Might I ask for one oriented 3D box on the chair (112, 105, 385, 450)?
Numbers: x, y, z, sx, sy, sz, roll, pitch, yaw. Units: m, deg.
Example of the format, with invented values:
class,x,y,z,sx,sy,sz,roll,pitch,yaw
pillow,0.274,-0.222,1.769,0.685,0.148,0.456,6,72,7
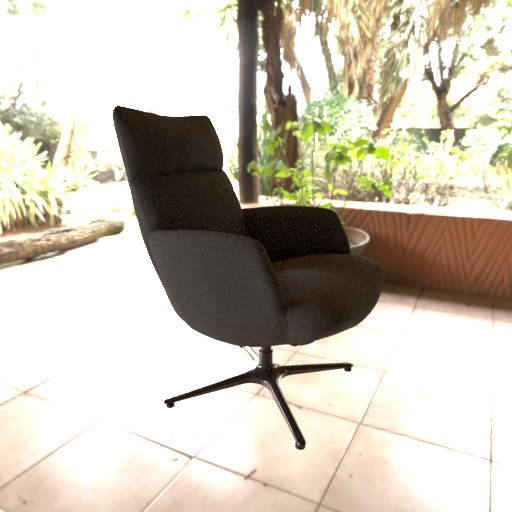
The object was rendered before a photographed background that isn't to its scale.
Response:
class,x,y,z,sx,sy,sz,roll,pitch,yaw
chair,0.000,0.000,1.537,0.831,0.984,0.702,7,15,26
